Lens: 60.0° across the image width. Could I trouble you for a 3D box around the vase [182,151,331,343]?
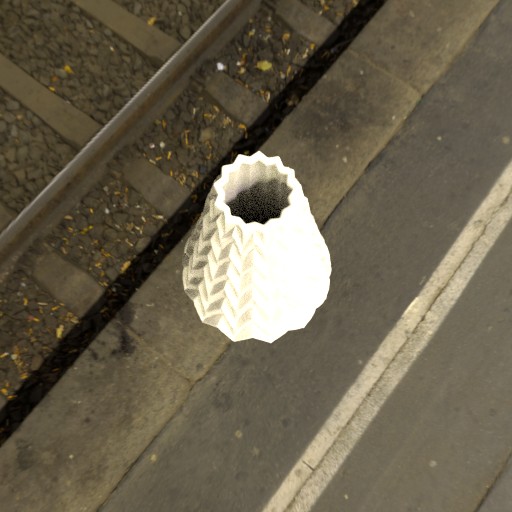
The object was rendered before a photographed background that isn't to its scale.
[{"bbox_3d":[0.000,0.000,0.437,0.167,0.328,0.167,0,76,0],"label":"vase"}]
